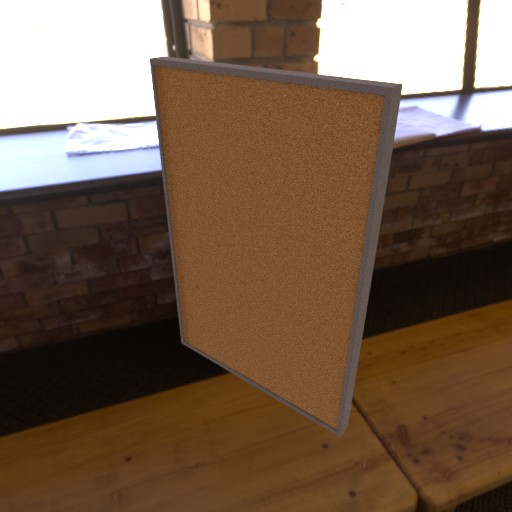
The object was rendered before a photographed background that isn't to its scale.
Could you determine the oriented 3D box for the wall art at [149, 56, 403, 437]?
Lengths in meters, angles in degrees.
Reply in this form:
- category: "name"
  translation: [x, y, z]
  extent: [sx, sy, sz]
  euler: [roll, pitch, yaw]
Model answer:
- category: "wall art"
  translation: [0.000, 0.000, 0.958]
  extent: [0.511, 0.753, 0.039]
  euler: [22, 37, 32]
